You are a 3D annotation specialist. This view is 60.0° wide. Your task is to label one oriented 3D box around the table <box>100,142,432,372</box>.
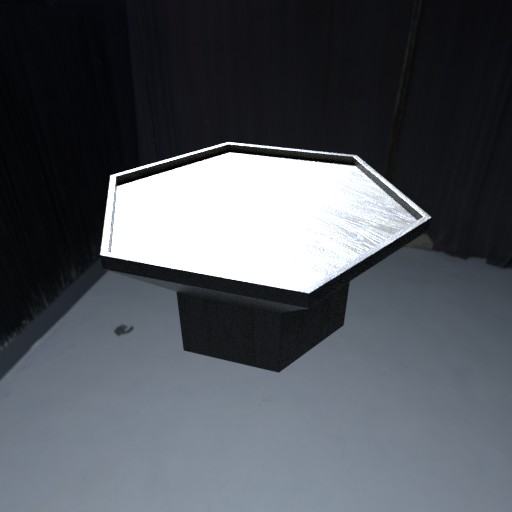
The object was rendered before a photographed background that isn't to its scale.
[{"bbox_3d":[0.000,0.000,1.611,1.115,0.488,0.966,9,34,14],"label":"table"}]
